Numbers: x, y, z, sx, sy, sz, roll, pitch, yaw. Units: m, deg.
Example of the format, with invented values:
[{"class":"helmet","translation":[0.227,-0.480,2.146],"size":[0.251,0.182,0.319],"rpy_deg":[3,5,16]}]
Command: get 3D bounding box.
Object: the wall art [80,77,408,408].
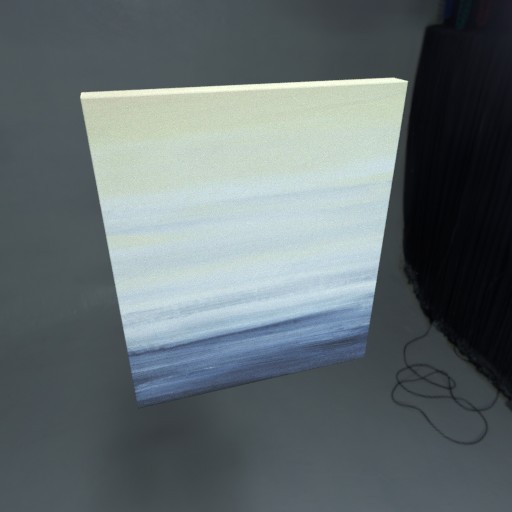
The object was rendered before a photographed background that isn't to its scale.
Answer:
[{"class":"wall art","translation":[0.000,0.000,0.707],"size":[0.435,0.511,0.037],"rpy_deg":[-9,31,-15]}]
